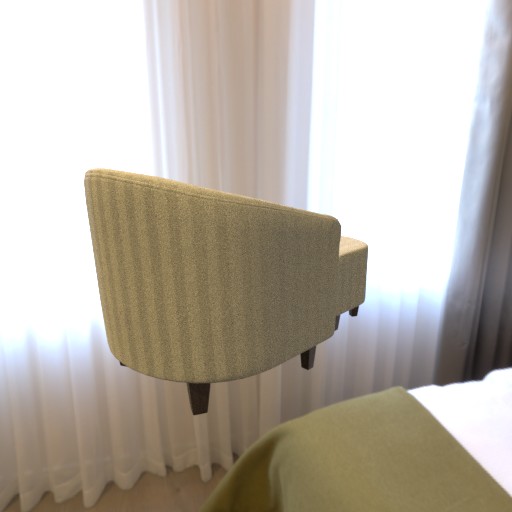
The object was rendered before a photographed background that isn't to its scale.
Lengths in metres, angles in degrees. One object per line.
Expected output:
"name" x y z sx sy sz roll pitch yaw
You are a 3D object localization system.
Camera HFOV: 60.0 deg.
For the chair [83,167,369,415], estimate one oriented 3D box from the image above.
"chair" 0.000 0.000 1.791 0.756 0.757 1.288 14 20 43
